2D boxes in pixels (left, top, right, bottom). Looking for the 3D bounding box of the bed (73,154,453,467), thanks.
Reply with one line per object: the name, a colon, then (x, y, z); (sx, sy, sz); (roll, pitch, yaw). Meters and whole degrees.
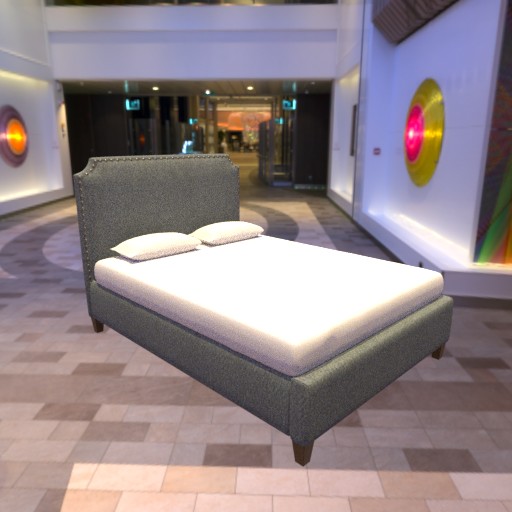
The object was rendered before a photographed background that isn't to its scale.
bed: (0.000, 0.000, 3.362); (1.712, 1.443, 2.372); (-14, 20, -43)
